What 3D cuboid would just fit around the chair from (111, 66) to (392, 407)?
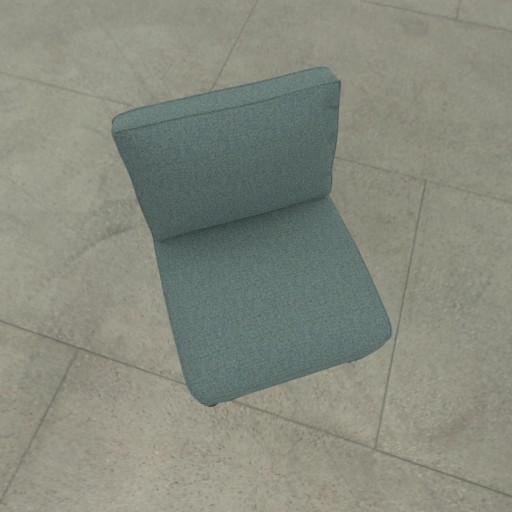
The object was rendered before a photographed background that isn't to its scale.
[{"bbox_3d":[0.000,0.000,1.423,0.624,0.901,0.796,-15,64,-8],"label":"chair"}]
